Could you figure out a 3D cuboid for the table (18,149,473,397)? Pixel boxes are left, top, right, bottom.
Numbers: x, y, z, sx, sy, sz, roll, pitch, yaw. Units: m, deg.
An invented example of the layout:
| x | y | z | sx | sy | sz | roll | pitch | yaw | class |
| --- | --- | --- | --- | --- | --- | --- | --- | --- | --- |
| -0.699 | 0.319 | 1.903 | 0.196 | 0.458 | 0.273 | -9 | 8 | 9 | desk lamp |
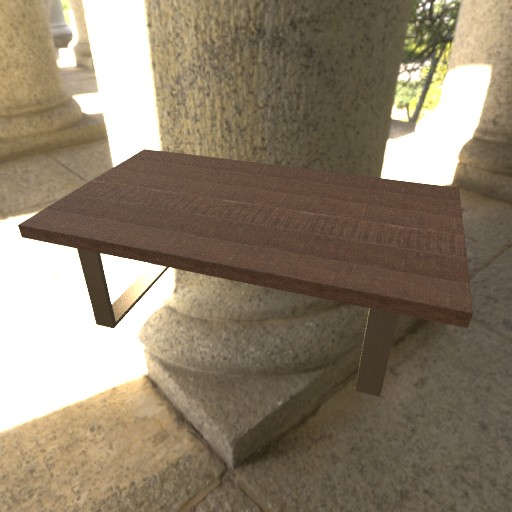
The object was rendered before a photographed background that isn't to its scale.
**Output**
| x | y | z | sx | sy | sz | roll | pitch | yaw | class |
| --- | --- | --- | --- | --- | --- | --- | --- | --- | --- |
| 0.000 | 0.000 | 1.716 | 1.400 | 0.440 | 0.800 | 10 | 34 | 16 | table |
